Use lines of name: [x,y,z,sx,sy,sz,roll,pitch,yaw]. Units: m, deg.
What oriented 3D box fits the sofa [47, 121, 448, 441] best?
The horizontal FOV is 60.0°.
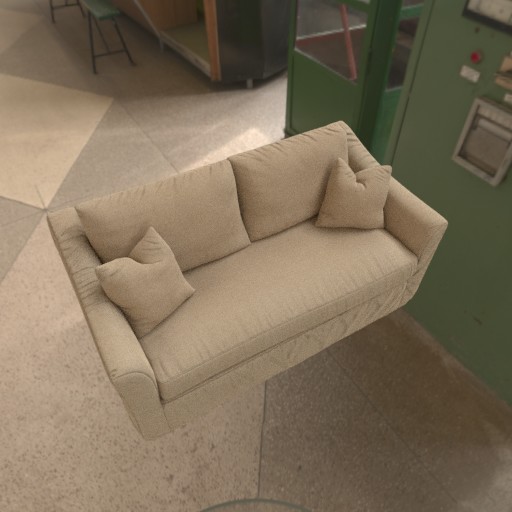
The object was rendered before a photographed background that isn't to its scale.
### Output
sofa: [0.000,0.000,2.642,2.010,1.018,1.072,-23,50,-21]
